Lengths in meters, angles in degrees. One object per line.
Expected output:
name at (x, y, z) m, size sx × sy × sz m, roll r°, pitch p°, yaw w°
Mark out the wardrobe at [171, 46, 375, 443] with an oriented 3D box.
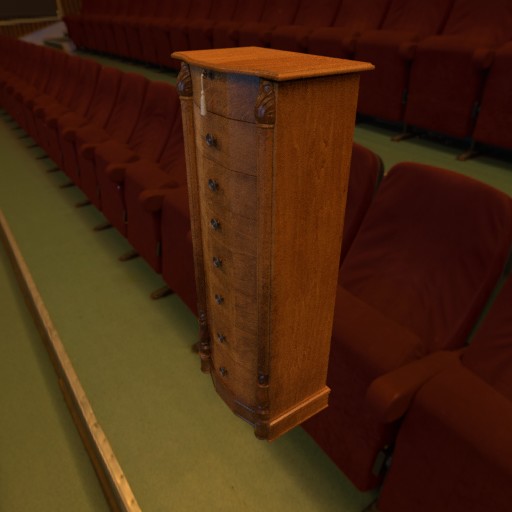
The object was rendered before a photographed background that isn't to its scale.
wardrobe at (0.000, 0.000, 1.168) m, size 0.273 × 0.959 × 0.406 m, roll -20°, pitch 36°, yaw -30°
